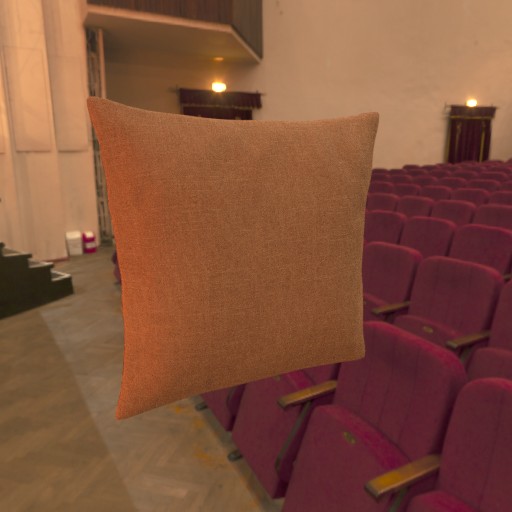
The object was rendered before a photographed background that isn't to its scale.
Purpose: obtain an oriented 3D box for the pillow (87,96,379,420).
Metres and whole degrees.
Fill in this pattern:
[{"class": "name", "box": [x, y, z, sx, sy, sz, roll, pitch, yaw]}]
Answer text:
[{"class": "pillow", "box": [0.000, 0.000, 0.782, 0.523, 0.506, 0.166, -6, 15, -26]}]
